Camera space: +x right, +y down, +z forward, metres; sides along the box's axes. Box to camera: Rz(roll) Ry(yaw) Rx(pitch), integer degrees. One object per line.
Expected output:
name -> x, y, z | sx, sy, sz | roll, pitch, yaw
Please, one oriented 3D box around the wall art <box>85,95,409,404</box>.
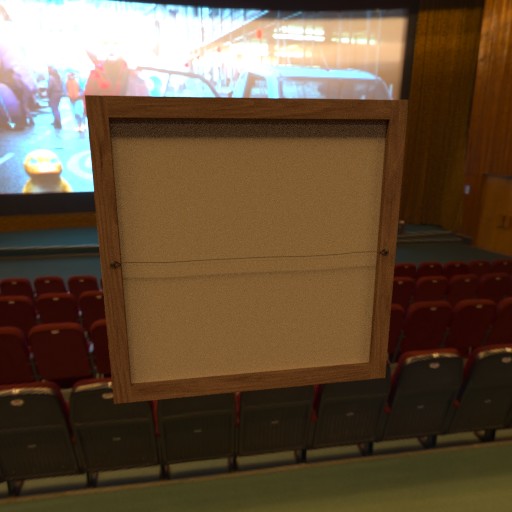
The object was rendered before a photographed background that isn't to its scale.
wall art -> 0.000, 0.000, 1.131 | 0.757, 0.762, 0.028 | -3, 15, -10
